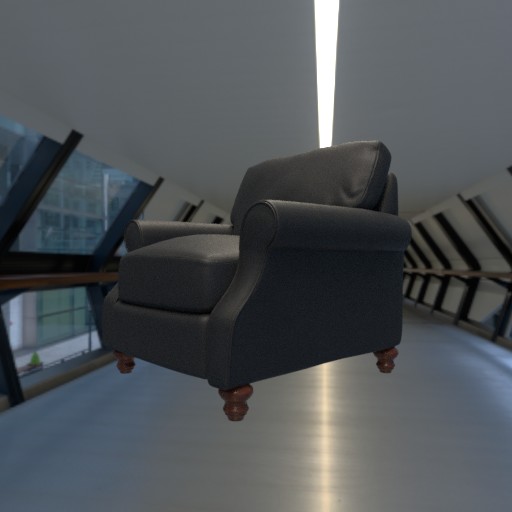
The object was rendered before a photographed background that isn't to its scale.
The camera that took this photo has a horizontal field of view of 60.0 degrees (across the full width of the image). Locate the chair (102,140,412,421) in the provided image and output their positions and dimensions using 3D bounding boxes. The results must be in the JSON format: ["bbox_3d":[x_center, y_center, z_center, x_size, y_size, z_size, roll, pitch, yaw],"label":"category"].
[{"bbox_3d":[0.000,0.000,1.830,1.027,0.960,1.015,0,0,-37],"label":"chair"}]
